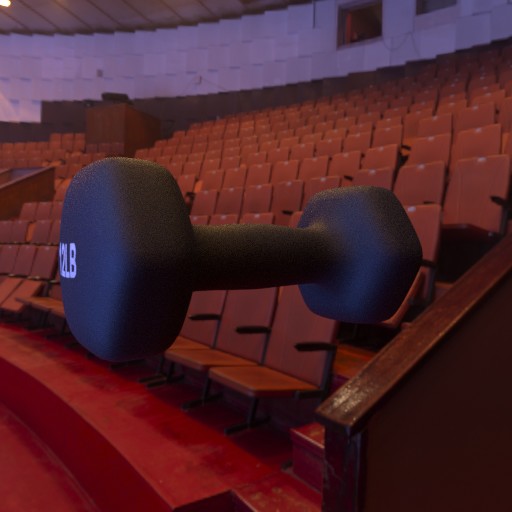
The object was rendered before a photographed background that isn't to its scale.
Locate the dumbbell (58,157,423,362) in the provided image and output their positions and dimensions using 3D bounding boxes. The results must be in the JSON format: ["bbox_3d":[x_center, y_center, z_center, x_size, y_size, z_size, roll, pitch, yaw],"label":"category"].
[{"bbox_3d":[0.000,0.000,0.287,0.231,0.101,0.112,-1,2,-35],"label":"dumbbell"}]
